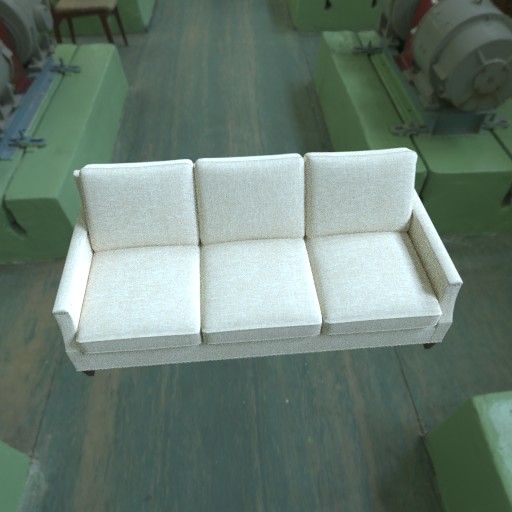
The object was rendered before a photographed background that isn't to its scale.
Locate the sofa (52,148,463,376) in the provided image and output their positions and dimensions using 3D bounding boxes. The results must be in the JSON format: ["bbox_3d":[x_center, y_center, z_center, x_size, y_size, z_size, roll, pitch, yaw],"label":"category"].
[{"bbox_3d":[0.000,0.000,2.747,2.210,0.940,1.041,-4,48,-3],"label":"sofa"}]
